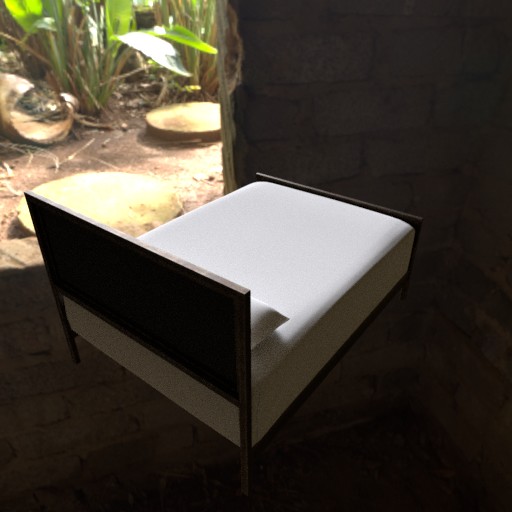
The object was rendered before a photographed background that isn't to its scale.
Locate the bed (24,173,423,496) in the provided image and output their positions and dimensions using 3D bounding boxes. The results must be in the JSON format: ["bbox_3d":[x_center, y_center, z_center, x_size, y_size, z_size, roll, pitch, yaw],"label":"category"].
[{"bbox_3d":[0.000,0.000,3.174,1.607,1.313,2.221,22,37,32],"label":"bed"}]
